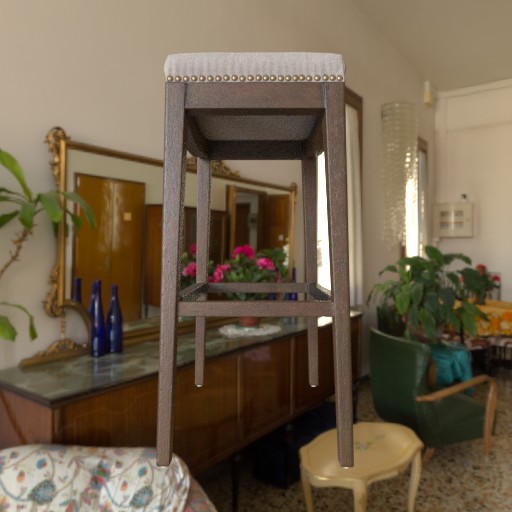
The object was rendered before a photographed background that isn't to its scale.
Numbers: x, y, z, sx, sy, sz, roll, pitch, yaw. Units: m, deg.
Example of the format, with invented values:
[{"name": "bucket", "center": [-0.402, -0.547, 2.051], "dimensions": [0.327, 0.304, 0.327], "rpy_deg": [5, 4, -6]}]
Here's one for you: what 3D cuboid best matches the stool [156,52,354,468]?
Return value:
[{"name": "stool", "center": [0.000, 0.000, 1.045], "dimensions": [0.356, 0.762, 0.508], "rpy_deg": [0, 1, 0]}]
